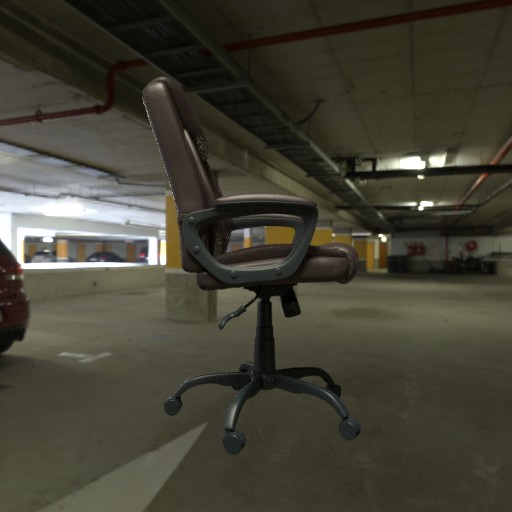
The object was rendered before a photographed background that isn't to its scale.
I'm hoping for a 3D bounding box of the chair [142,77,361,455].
[{"bbox_3d":[0.000,0.000,1.492,0.655,1.072,0.615,0,0,2],"label":"chair"}]
